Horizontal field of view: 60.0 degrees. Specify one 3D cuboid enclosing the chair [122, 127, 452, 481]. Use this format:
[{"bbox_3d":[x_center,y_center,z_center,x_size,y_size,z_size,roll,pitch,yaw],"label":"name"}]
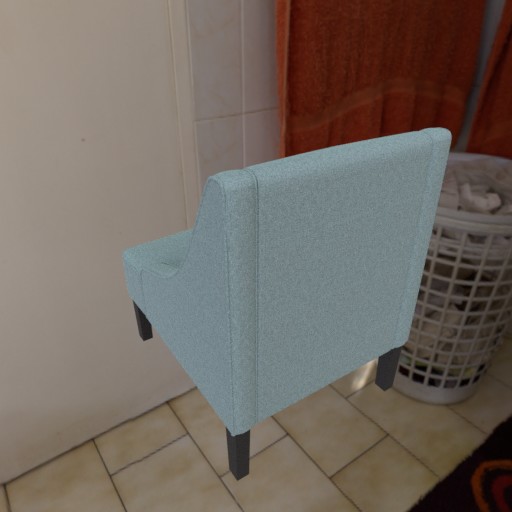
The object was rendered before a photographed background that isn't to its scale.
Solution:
[{"bbox_3d":[0.000,0.000,1.846,0.857,1.133,1.025,-18,35,-29],"label":"chair"}]
